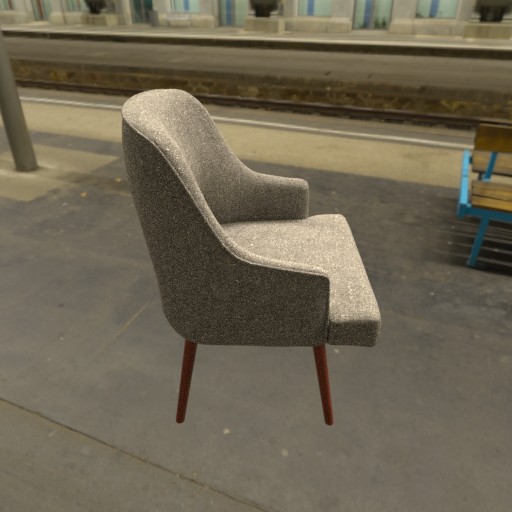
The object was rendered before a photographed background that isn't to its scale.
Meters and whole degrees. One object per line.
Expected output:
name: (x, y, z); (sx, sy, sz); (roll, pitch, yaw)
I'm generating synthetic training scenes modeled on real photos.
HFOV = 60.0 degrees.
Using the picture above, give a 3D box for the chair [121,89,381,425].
chair: (0.000, 0.000, 1.285); (0.629, 0.875, 0.608); (0, 31, 1)
